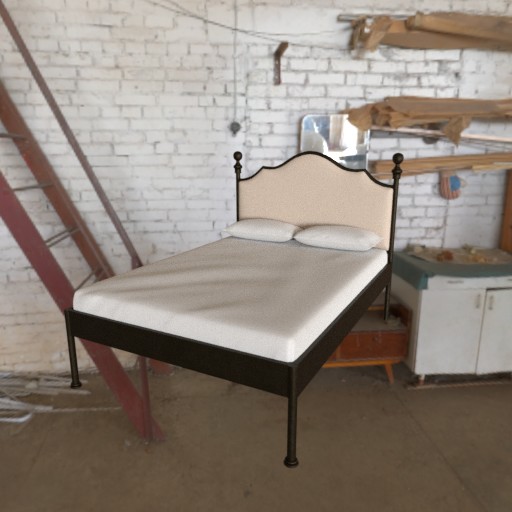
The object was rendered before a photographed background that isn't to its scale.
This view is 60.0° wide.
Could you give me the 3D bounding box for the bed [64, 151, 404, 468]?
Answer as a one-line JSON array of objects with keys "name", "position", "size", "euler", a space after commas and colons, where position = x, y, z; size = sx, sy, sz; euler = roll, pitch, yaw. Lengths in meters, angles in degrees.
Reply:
[{"name": "bed", "position": [0.000, 0.000, 3.315], "size": [1.642, 1.499, 2.224], "euler": [8, 16, 27]}]
